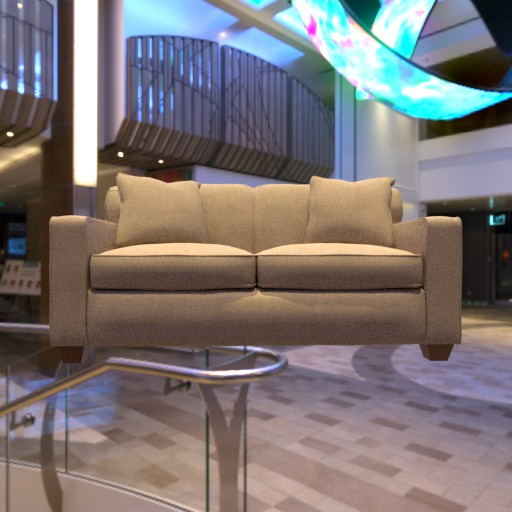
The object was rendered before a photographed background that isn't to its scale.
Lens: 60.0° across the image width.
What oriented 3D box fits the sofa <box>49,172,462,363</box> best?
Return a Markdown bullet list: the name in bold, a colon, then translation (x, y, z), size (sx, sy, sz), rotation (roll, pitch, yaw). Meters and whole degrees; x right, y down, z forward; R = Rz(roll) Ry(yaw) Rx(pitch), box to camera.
- **sofa**: translation (0.000, 0.000, 2.413), size (1.846, 0.958, 0.998), rotation (0, 0, -1)
